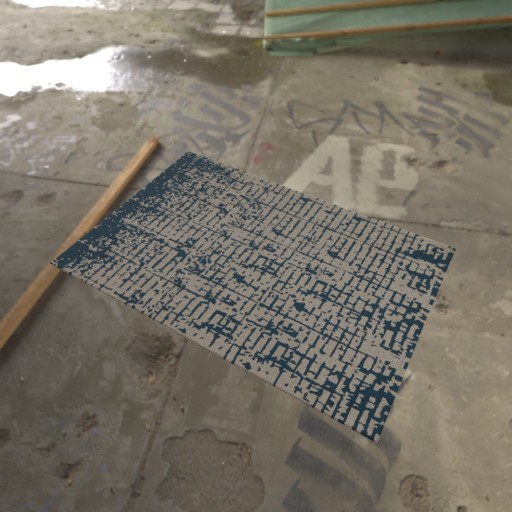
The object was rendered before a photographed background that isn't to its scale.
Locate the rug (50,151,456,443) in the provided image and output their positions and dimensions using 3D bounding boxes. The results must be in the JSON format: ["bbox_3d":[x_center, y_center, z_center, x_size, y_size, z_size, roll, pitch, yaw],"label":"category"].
[{"bbox_3d":[0.000,0.000,2.394,1.828,0.007,1.220,24,51,21],"label":"rug"}]
